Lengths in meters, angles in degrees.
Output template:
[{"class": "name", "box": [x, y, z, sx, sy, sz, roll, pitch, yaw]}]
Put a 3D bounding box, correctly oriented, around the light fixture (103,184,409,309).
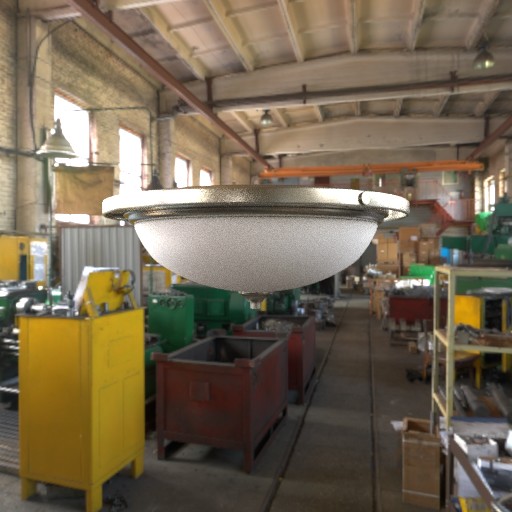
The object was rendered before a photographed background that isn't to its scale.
[{"class": "light fixture", "box": [0.000, 0.000, 0.552, 0.361, 0.130, 0.361, 0, 1, 0]}]
